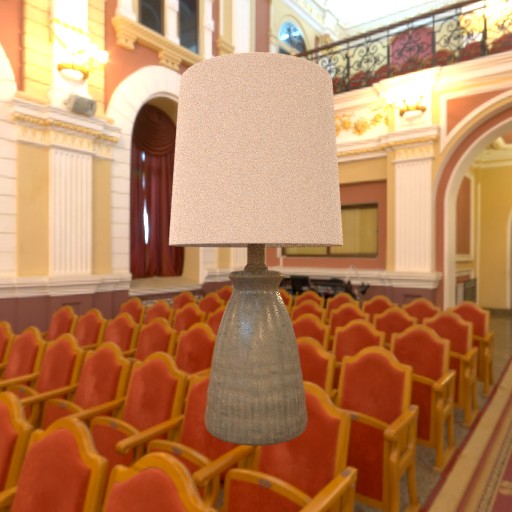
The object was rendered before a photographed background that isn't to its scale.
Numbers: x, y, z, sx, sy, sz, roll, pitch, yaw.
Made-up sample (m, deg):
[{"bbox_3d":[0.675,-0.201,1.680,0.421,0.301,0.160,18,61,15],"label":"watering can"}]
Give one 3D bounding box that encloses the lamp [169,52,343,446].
[{"bbox_3d":[0.000,0.000,0.483,0.186,0.369,0.186,0,0,0],"label":"lamp"}]
